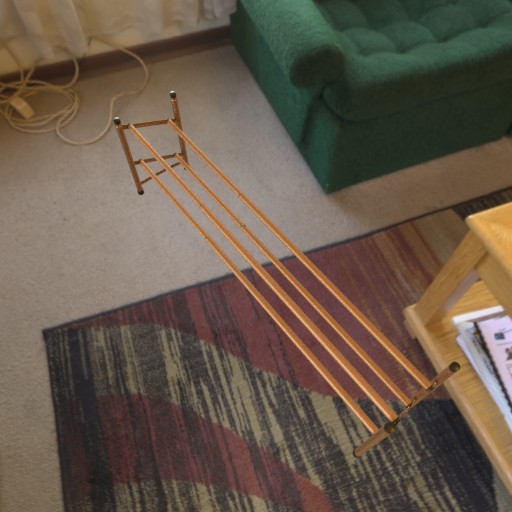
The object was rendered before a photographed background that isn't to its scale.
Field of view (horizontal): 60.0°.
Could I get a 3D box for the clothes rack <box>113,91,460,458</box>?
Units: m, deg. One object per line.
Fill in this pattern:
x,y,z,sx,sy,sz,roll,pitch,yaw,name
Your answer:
0.000,0.000,1.312,0.229,0.349,1.168,-33,64,-19,clothes rack
